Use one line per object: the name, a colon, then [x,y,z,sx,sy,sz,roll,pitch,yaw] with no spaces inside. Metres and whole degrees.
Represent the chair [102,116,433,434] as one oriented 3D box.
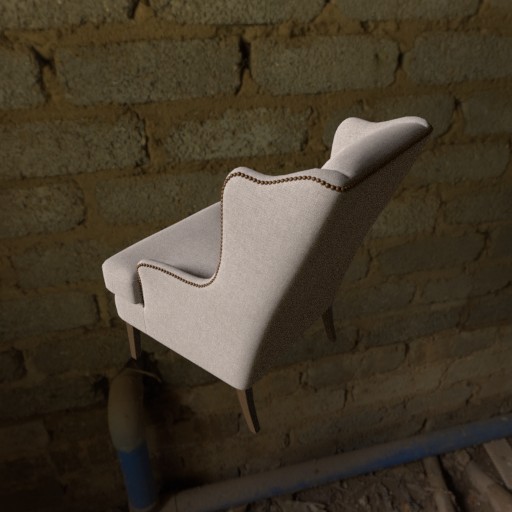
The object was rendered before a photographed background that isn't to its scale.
chair: [0.000,0.000,1.656,0.940,1.029,0.737,20,36,30]
